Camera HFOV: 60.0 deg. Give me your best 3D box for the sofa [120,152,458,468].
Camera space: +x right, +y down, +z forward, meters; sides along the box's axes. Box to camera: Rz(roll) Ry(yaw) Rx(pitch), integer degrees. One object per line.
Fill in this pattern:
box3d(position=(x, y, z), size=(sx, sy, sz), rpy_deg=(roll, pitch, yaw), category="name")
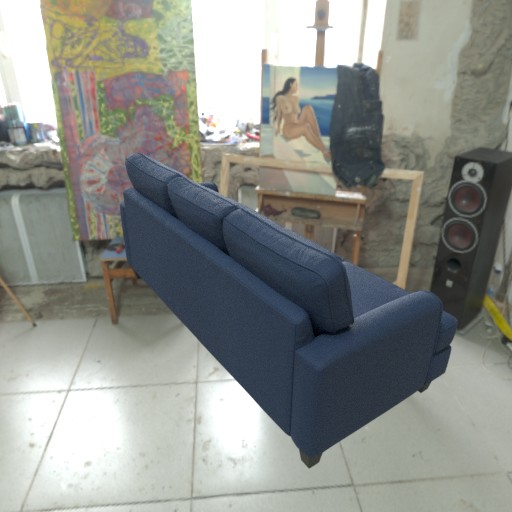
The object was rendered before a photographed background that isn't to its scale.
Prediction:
box3d(position=(0.000, 0.000, 2.667), size=(0.951, 0.965, 2.158), rpy_deg=(-17, 32, -30), category="sofa")
